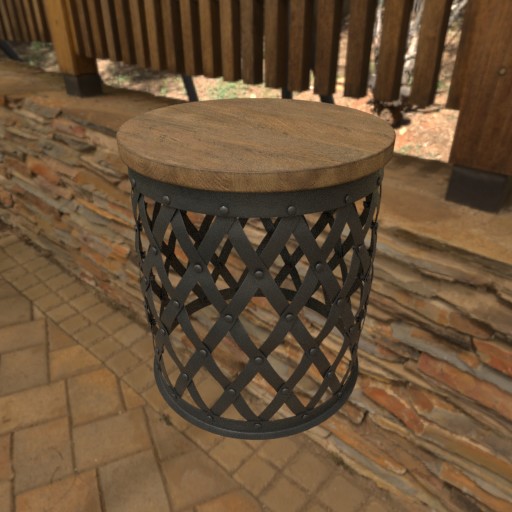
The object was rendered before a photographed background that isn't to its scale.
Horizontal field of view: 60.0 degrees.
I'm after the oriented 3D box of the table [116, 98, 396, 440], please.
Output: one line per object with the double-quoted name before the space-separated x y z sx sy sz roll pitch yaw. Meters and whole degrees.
"table" 0.000 0.000 0.778 0.405 0.454 0.405 0 31 0
